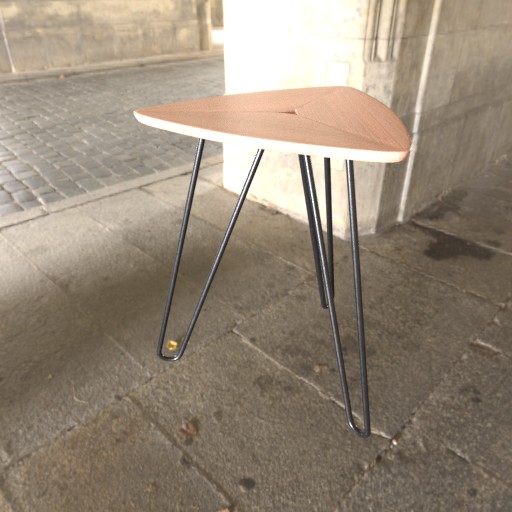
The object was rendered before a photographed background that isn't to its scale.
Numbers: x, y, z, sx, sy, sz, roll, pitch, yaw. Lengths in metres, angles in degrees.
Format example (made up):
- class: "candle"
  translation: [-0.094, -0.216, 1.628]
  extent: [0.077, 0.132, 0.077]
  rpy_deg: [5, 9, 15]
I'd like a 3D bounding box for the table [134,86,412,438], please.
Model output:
- class: "table"
  translation: [0.000, 0.000, 0.881]
  extent: [0.455, 0.564, 0.442]
  rpy_deg: [0, 31, 0]
